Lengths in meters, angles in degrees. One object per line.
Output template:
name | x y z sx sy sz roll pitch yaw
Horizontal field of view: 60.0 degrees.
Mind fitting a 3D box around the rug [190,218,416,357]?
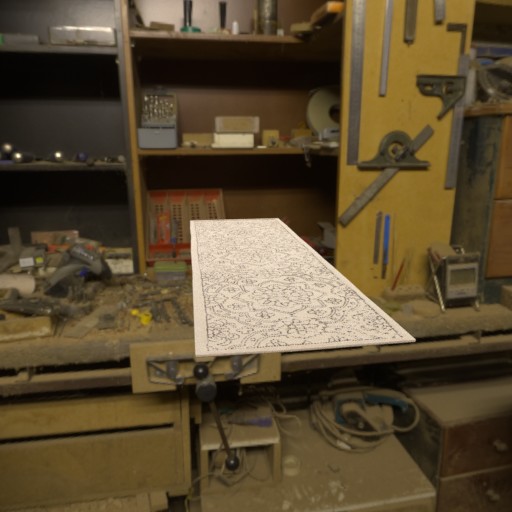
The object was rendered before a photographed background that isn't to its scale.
rug | 0.000 0.000 2.655 0.769 0.012 2.448 -2 15 -8
